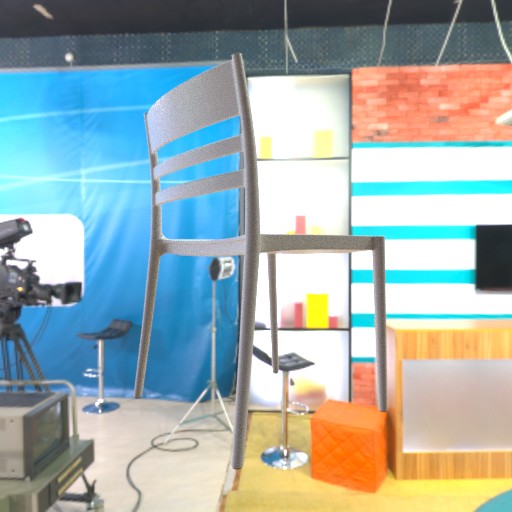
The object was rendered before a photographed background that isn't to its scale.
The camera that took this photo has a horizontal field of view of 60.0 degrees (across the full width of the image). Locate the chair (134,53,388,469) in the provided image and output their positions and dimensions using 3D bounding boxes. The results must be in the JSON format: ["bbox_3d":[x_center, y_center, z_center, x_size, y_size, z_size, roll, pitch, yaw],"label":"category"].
[{"bbox_3d":[0.000,0.000,1.180,0.511,0.800,0.531,0,0,-36],"label":"chair"}]
